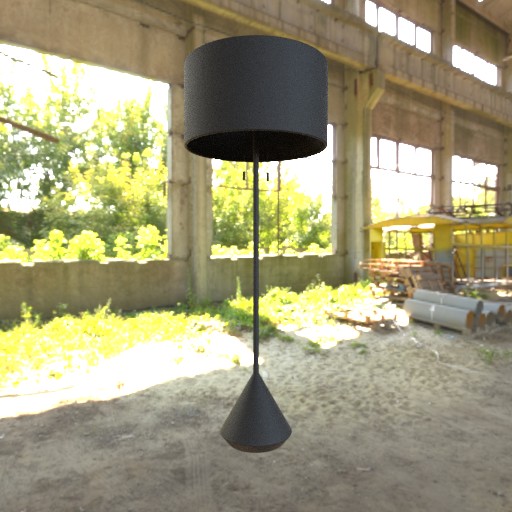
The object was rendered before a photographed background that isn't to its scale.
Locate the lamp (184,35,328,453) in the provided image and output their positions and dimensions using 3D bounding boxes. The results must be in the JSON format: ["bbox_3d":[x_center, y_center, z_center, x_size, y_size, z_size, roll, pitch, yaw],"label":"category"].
[{"bbox_3d":[0.000,0.000,1.820,0.580,1.526,0.580,0,1,18],"label":"lamp"}]
